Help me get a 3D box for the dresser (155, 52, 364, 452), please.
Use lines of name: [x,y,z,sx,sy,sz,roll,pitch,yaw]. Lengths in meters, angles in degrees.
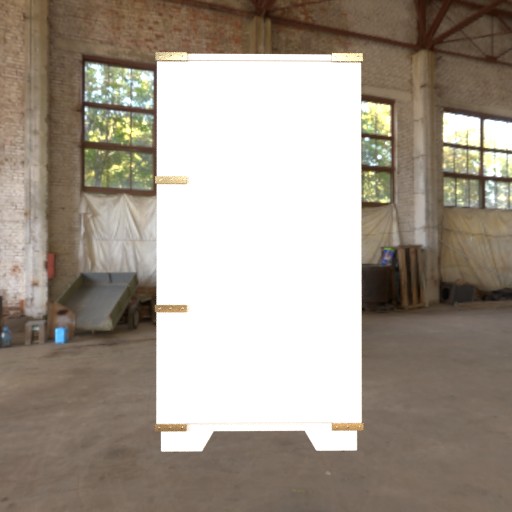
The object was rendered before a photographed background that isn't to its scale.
dresser: [0.000,0.000,1.486,0.460,0.891,1.022,0,0,-1]
